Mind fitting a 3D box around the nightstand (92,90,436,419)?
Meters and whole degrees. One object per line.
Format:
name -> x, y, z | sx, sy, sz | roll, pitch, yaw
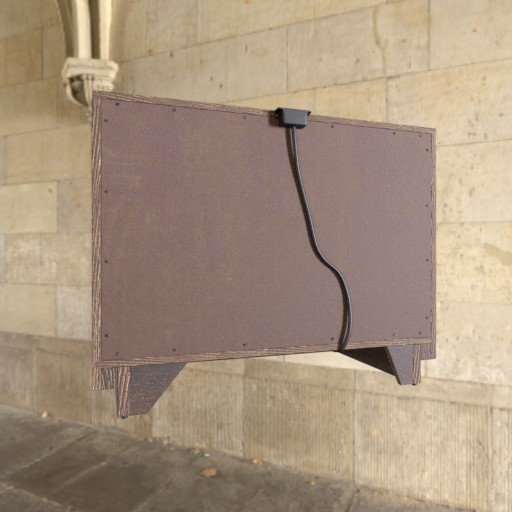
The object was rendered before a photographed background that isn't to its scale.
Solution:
nightstand -> 0.000, 0.000, 1.132 | 0.775, 0.612, 0.457 | 0, 0, -19
